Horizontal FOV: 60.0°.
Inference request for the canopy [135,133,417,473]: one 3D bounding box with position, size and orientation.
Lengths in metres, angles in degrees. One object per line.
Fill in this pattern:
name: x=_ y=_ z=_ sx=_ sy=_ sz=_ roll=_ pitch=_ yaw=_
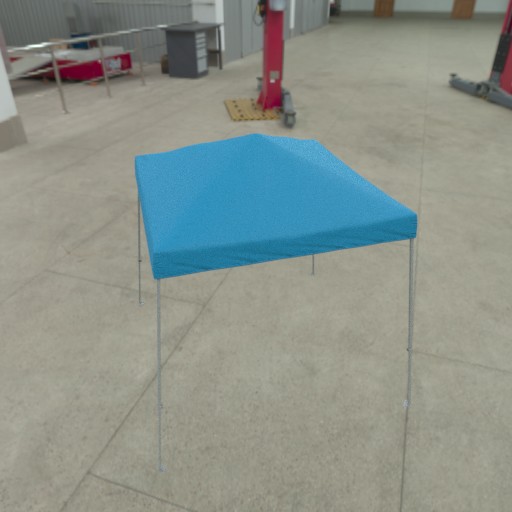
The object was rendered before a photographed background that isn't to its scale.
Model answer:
canopy: x=0.000 y=0.000 z=5.133 sx=2.849 sy=2.850 sz=2.850 roll=-9 pitch=33 yaw=-14
